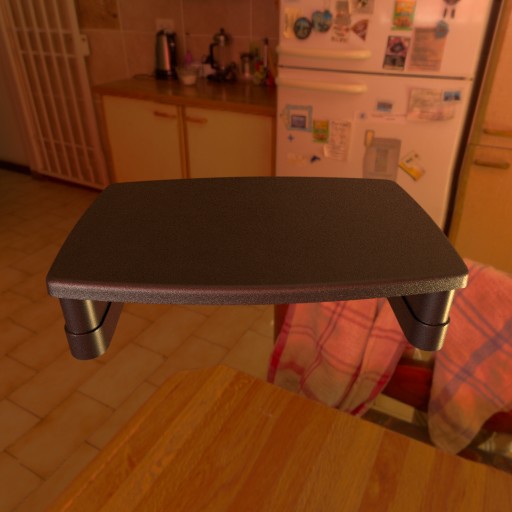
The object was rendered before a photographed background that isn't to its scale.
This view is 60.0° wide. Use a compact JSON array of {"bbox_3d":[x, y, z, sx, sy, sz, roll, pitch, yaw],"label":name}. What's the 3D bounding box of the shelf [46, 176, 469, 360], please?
[{"bbox_3d":[0.000,0.000,0.530,0.410,0.100,0.280,-1,31,-2],"label":"shelf"}]
